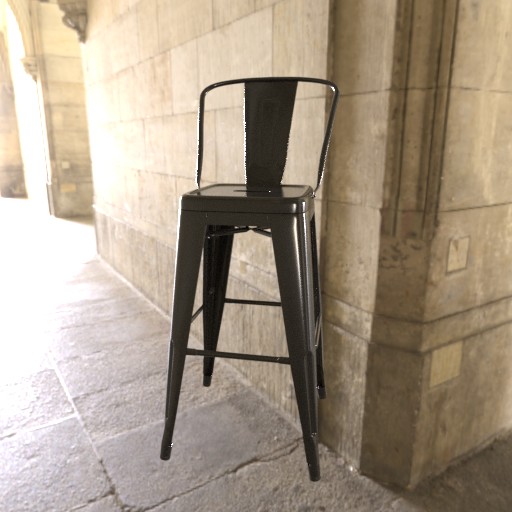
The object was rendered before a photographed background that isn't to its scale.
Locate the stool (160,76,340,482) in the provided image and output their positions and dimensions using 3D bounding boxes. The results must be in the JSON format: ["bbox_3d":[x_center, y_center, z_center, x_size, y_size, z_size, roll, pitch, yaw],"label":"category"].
[{"bbox_3d":[0.000,0.000,1.266,0.432,1.022,0.528,3,15,11],"label":"stool"}]
